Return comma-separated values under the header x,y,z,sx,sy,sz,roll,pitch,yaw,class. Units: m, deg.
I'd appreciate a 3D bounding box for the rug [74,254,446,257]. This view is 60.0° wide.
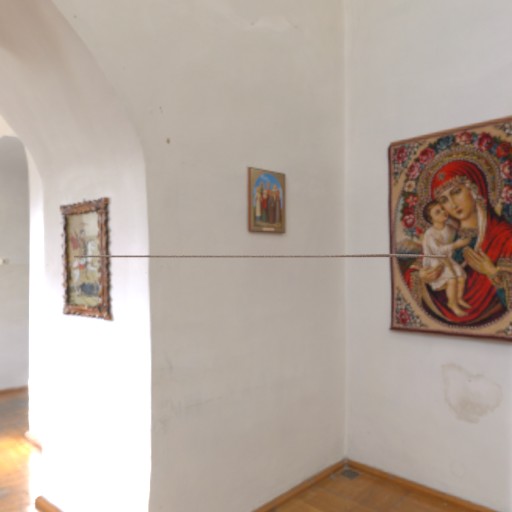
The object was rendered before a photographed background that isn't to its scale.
x,y,z,sx,sy,sz,roll,pitch,yaw,class
0.000,0.000,3.033,1.524,0.015,2.439,0,0,-1,rug
